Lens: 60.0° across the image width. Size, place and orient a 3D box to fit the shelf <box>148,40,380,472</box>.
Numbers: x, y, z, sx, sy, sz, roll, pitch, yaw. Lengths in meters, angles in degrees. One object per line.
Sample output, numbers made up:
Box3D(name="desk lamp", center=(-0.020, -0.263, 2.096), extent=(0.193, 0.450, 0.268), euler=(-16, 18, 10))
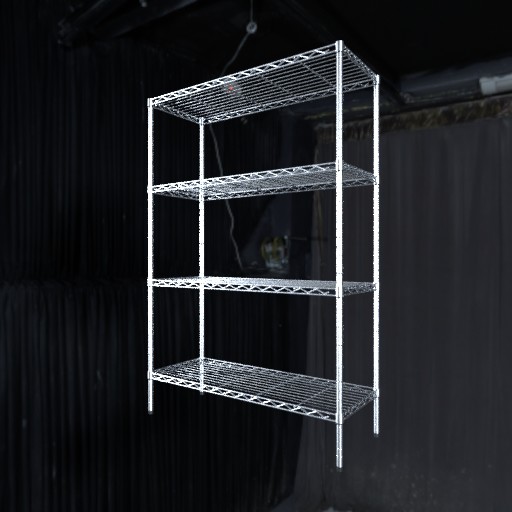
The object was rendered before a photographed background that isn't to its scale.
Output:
Box3D(name="shelf", center=(0.000, 0.000, 1.793), extent=(0.907, 1.360, 0.352), euler=(0, 0, 35))
